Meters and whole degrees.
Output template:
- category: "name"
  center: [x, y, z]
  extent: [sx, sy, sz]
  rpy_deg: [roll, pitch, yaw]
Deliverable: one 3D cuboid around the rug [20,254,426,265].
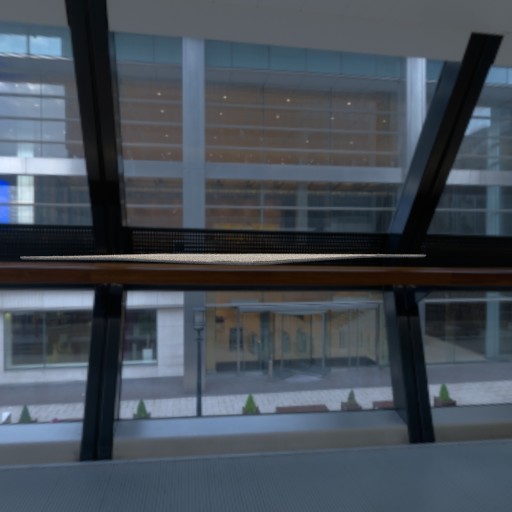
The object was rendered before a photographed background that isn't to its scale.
- category: "rug"
  center: [0.000, 0.000, 2.955]
  extent: [1.604, 0.030, 2.307]
  rpy_deg: [1, 1, 35]
